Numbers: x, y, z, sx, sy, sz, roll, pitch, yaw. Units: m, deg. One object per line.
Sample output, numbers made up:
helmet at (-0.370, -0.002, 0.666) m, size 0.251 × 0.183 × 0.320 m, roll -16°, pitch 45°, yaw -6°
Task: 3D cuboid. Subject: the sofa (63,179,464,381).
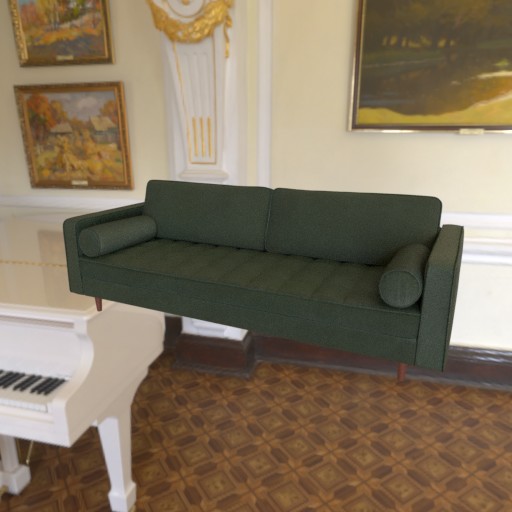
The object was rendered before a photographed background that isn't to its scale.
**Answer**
sofa at (0.000, 0.000, 2.627) m, size 2.199 × 0.769 × 0.918 m, roll 8°, pitch 17°, yaw 25°
